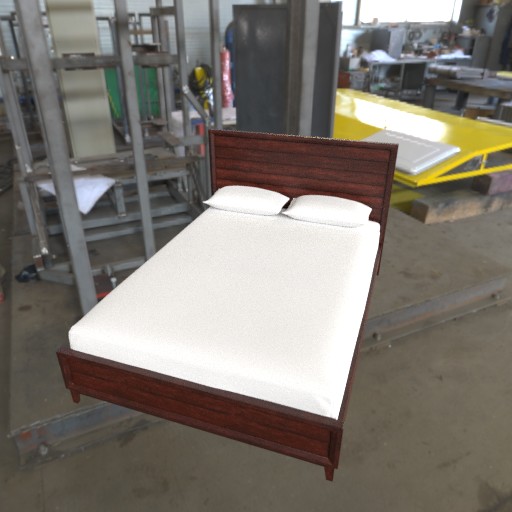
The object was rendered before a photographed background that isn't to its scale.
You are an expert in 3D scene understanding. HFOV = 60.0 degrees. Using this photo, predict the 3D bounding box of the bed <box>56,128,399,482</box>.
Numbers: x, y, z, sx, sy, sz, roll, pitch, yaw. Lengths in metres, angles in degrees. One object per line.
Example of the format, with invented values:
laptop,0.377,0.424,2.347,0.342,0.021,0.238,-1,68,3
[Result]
bed,0.000,0.000,3.897,2.040,1.492,2.803,9,30,17
